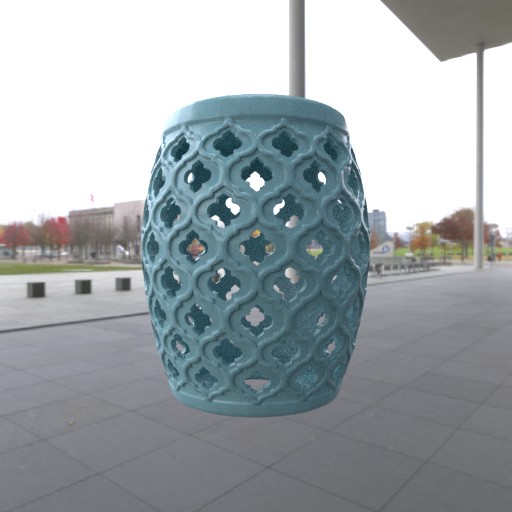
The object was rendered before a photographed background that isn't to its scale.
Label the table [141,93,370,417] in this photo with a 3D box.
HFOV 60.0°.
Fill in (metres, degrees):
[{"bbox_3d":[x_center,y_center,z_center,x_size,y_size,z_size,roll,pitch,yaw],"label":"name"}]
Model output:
[{"bbox_3d":[0.000,0.000,0.650,0.325,0.388,0.325,0,1,0],"label":"table"}]
